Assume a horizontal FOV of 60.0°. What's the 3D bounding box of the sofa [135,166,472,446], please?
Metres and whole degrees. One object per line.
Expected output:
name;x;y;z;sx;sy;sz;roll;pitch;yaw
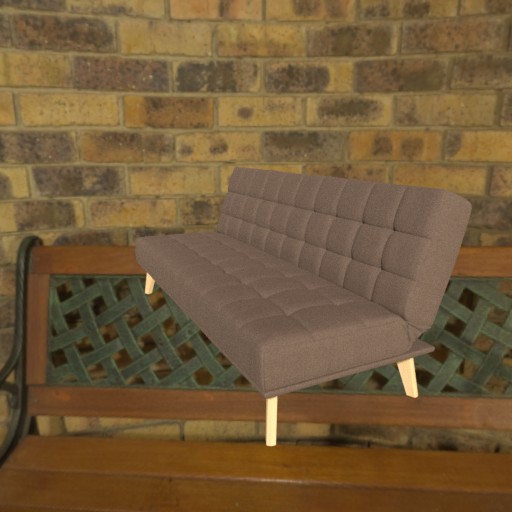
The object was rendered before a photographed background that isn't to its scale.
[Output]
sofa;0.000;0.000;2.261;0.860;0.810;1.800;-7;16;-26
